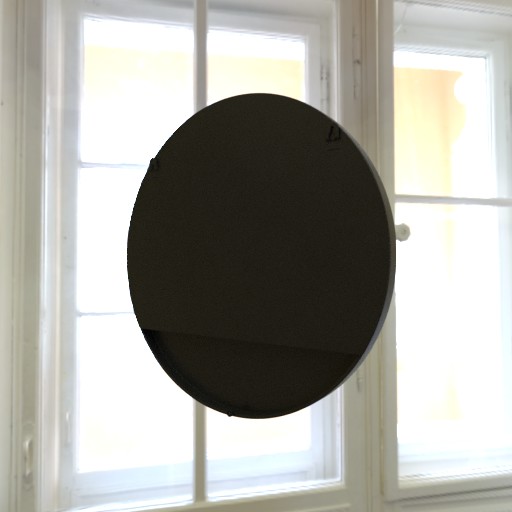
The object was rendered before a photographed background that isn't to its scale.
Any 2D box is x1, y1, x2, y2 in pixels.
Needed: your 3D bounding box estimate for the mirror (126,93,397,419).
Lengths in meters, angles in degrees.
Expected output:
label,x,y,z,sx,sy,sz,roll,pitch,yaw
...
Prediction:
label,x,y,z,sx,sy,sz,roll,pitch,yaw
mirror,0.000,0.000,0.685,0.457,0.457,0.133,-1,-1,35
